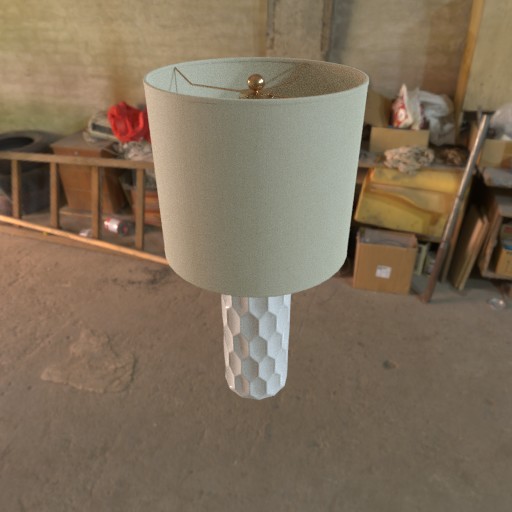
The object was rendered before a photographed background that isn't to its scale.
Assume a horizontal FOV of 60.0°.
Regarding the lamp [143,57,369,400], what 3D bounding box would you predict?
[{"bbox_3d":[0.000,0.000,0.696,0.277,0.537,0.277,-11,34,-16],"label":"lamp"}]
